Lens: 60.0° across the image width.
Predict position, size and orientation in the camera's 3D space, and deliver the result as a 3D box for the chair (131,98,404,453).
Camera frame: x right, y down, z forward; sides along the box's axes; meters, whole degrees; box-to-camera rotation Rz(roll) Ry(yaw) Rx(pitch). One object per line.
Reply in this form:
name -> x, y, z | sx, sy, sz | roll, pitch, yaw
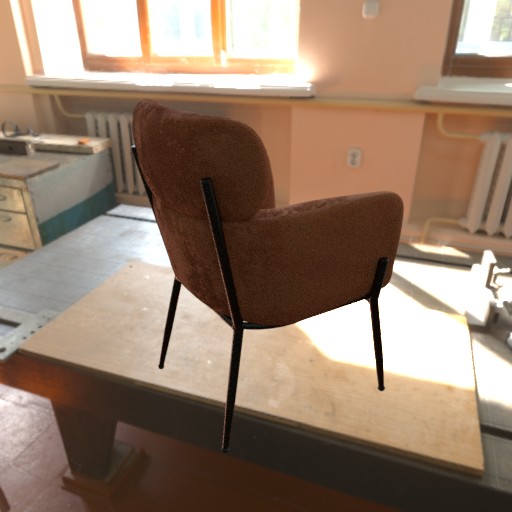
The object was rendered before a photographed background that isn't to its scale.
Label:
chair -> 0.000, 0.000, 1.142 | 0.523, 0.772, 0.561 | -17, 31, -31
